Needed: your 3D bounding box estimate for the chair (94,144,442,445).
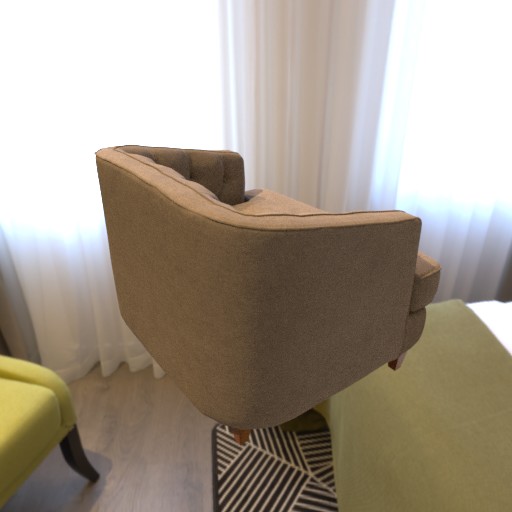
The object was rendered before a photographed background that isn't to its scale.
[{"bbox_3d":[0.000,0.000,1.751,0.941,0.852,1.104,-19,33,-32],"label":"chair"}]
